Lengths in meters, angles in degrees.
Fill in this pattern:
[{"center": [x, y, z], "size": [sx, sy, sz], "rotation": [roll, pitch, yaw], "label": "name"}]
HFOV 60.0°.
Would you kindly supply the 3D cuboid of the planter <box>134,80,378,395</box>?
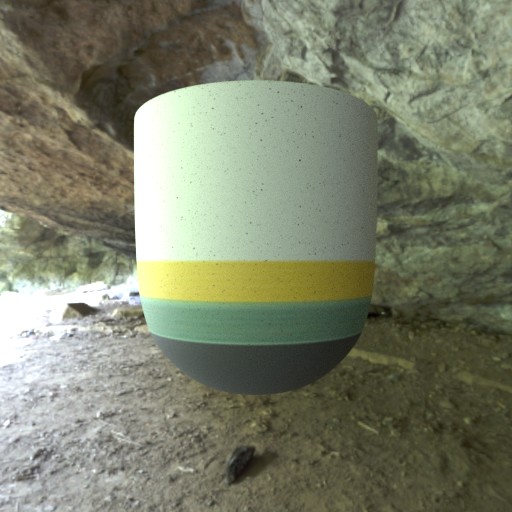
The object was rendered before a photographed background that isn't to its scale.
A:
[{"center": [0.000, 0.000, 0.367], "size": [0.195, 0.214, 0.195], "rotation": [0, -1, 0], "label": "planter"}]
